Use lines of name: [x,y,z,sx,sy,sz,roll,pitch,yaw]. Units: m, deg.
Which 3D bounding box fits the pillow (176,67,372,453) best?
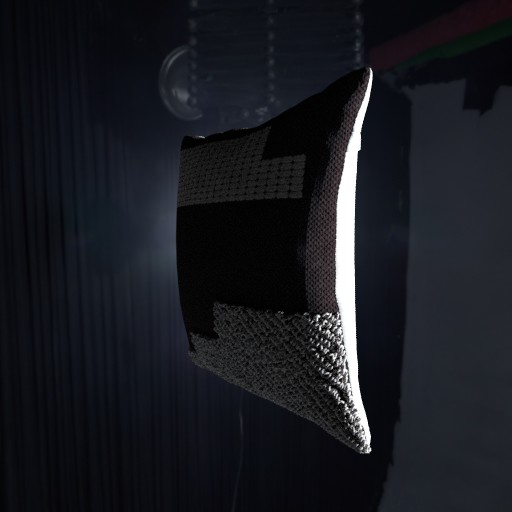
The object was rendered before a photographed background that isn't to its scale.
pillow: [0.000,0.000,0.719,0.178,0.473,0.475,-1,2,-36]
